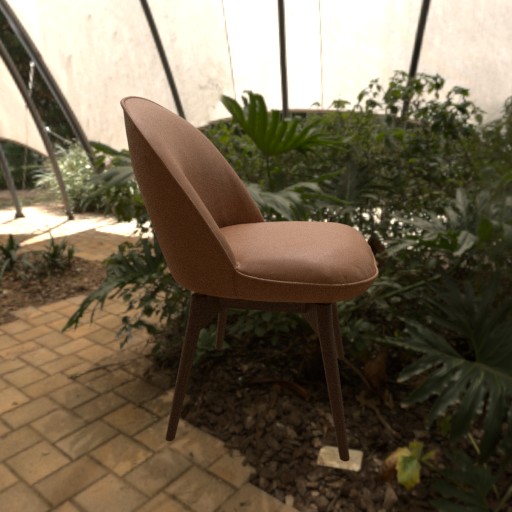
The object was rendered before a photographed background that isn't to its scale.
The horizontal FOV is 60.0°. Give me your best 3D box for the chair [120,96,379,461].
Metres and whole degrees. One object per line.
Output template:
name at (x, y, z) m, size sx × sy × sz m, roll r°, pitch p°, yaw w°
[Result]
chair at (0.000, 0.000, 1.213) m, size 0.631 × 0.831 × 0.521 m, roll 2°, pitch 15°, yaw 9°
